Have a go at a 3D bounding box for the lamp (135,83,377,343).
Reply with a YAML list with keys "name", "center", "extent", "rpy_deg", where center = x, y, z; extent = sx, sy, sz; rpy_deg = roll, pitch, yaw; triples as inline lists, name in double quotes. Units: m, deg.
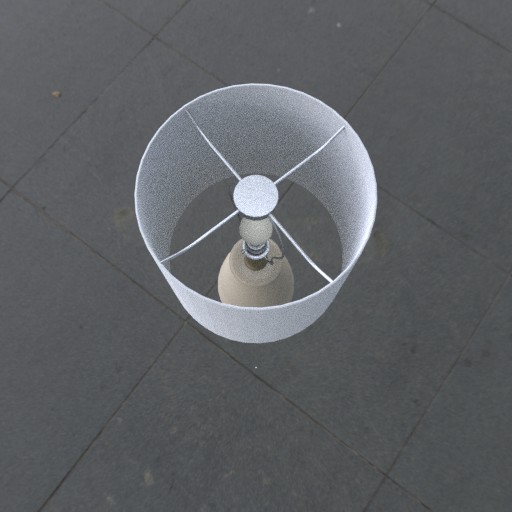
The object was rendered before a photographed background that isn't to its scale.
- name: "lamp"
  center: [0.000, 0.000, 0.478]
  extent: [0.186, 0.369, 0.186]
  rpy_deg: [0, 76, 0]
